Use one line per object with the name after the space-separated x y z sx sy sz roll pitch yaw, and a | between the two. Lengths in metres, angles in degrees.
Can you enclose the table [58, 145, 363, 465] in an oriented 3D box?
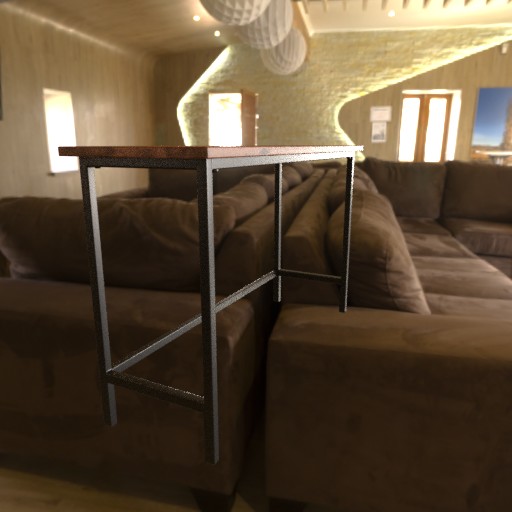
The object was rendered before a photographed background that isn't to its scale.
0.000 0.000 1.533 0.408 0.740 1.204 7 16 26 | table
